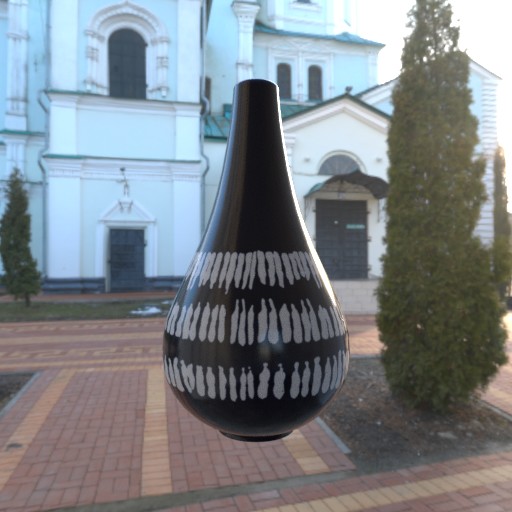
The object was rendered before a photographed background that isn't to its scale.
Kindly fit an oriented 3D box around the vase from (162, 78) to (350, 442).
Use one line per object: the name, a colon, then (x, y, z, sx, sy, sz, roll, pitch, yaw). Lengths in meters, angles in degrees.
vase: (0.000, 0.000, 0.384, 0.159, 0.295, 0.159, 0, -1, 0)
